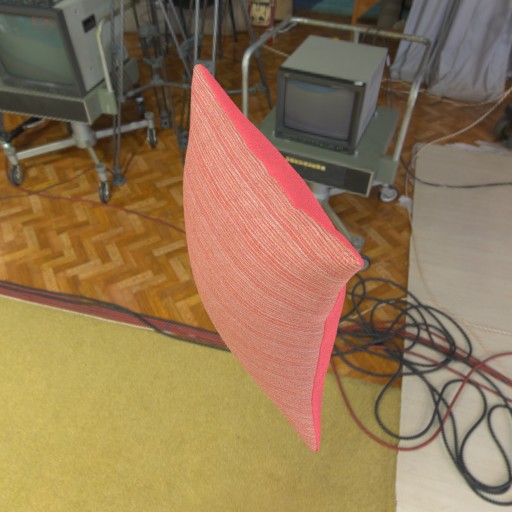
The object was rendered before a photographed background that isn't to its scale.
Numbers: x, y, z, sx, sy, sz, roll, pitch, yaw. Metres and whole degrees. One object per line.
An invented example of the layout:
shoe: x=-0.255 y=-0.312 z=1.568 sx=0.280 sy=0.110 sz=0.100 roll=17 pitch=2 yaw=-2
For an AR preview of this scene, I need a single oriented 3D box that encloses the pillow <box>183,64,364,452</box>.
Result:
pillow: x=0.000 y=0.000 z=0.800 sx=0.229 sy=0.501 sz=0.559 roll=-17 pitch=49 yaw=-16
